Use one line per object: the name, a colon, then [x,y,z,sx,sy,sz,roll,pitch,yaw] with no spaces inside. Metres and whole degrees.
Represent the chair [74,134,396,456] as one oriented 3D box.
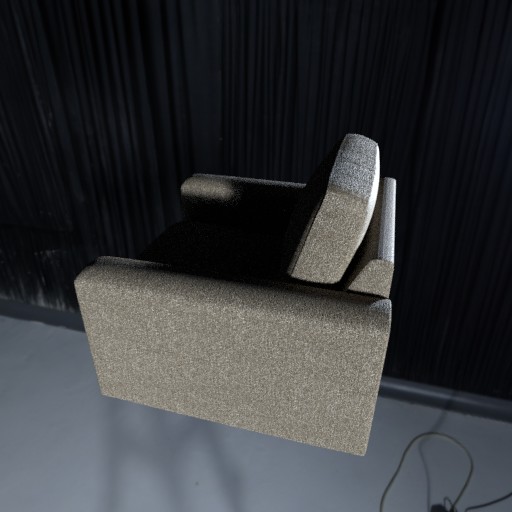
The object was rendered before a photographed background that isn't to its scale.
chair: [0.000,0.000,1.764,1.016,0.873,1.005,8,32,13]
